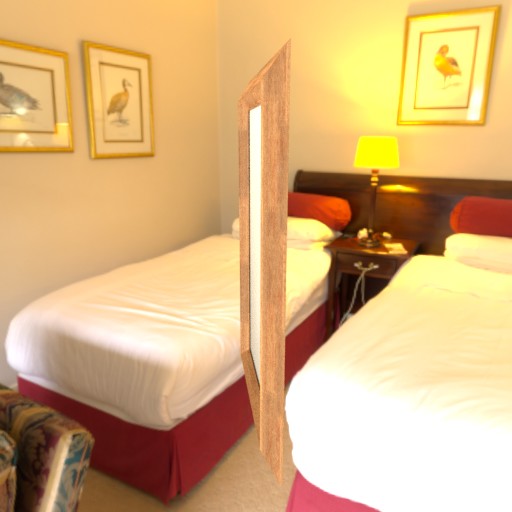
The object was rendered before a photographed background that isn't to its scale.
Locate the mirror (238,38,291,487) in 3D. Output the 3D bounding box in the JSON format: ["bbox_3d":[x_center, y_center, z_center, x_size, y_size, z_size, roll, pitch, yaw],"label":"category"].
[{"bbox_3d":[0.000,0.000,1.264,0.047,1.010,0.651,-2,15,-7],"label":"mirror"}]
